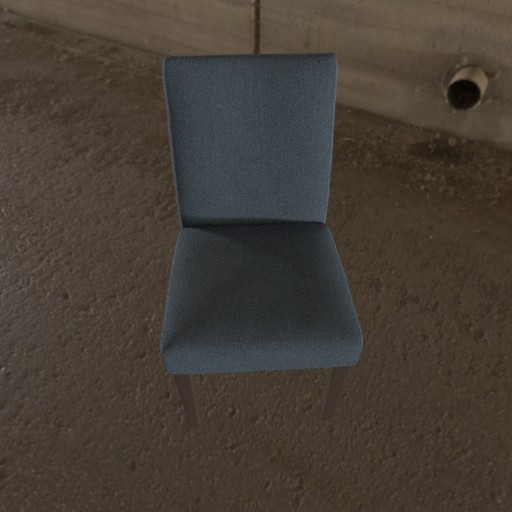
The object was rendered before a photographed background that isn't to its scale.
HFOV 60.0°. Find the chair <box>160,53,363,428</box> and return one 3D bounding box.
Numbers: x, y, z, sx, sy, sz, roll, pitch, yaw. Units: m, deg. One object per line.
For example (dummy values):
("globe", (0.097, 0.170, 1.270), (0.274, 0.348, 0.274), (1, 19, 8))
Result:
("chair", (0.000, 0.000, 1.235), (0.487, 0.882, 0.629), (-2, 48, -2))
